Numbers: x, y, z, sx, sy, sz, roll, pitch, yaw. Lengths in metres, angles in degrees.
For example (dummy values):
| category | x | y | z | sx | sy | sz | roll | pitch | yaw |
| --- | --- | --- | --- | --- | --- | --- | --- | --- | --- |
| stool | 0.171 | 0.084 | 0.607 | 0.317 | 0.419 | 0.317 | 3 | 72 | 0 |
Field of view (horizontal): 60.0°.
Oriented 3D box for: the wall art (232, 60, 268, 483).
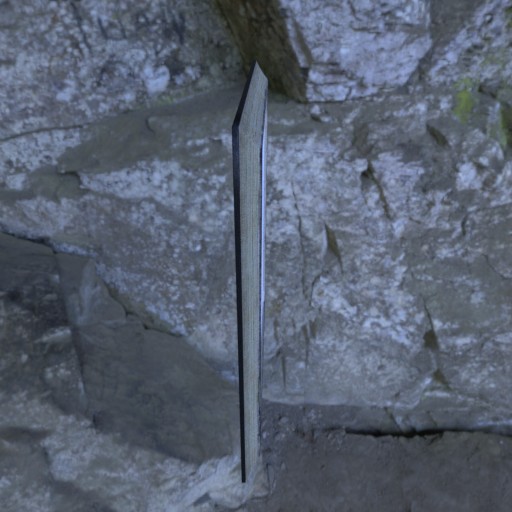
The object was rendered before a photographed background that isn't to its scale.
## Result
| category | x | y | z | sx | sy | sz | roll | pitch | yaw |
| --- | --- | --- | --- | --- | --- | --- | --- | --- | --- |
| wall art | 0.000 | 0.000 | 0.619 | 0.023 | 0.457 | 0.381 | 1 | 31 | 2 |
